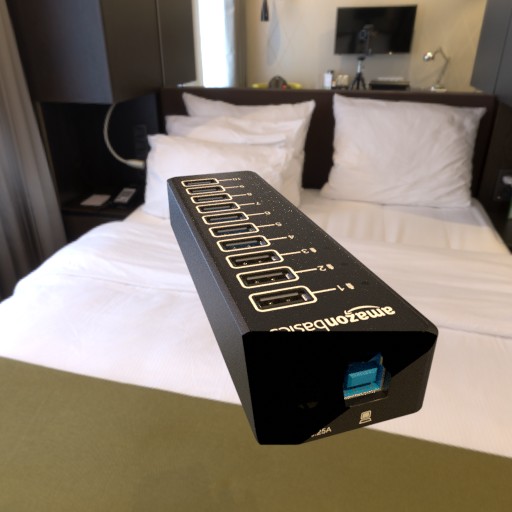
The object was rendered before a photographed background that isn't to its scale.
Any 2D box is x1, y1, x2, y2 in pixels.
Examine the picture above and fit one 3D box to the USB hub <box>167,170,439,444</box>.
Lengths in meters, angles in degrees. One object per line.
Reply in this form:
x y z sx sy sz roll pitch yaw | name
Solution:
0.000 0.000 0.160 0.044 0.023 0.145 -8 27 -16 | USB hub
